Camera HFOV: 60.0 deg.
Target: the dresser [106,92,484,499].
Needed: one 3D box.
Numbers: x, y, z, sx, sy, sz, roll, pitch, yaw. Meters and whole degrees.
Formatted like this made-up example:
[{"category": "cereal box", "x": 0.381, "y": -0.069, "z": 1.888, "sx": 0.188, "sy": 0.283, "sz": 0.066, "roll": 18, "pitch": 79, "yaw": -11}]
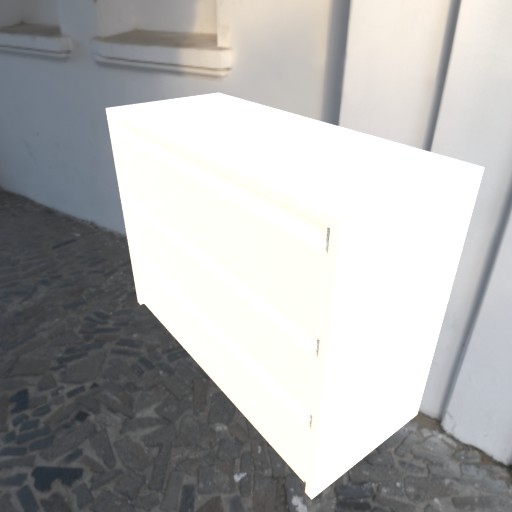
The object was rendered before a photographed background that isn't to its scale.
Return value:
[{"category": "dresser", "x": 0.000, "y": 0.000, "z": 1.465, "sx": 0.460, "sy": 0.820, "sz": 1.100, "roll": -21, "pitch": 36, "yaw": -31}]
